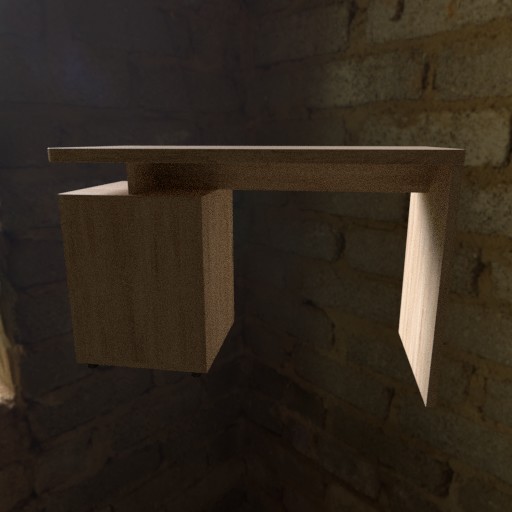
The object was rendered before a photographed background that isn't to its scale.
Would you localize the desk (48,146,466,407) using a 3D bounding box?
[{"bbox_3d":[0.000,0.000,1.595,1.200,0.760,0.550,2,15,9],"label":"desk"}]
